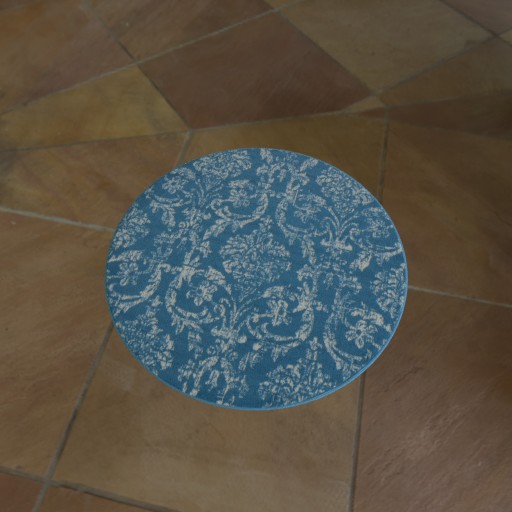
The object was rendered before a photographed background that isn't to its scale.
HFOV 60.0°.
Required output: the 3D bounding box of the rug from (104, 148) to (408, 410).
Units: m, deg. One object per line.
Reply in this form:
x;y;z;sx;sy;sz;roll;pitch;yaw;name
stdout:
0.000;0.000;2.366;1.593;0.012;1.593;0;58;0;rug
